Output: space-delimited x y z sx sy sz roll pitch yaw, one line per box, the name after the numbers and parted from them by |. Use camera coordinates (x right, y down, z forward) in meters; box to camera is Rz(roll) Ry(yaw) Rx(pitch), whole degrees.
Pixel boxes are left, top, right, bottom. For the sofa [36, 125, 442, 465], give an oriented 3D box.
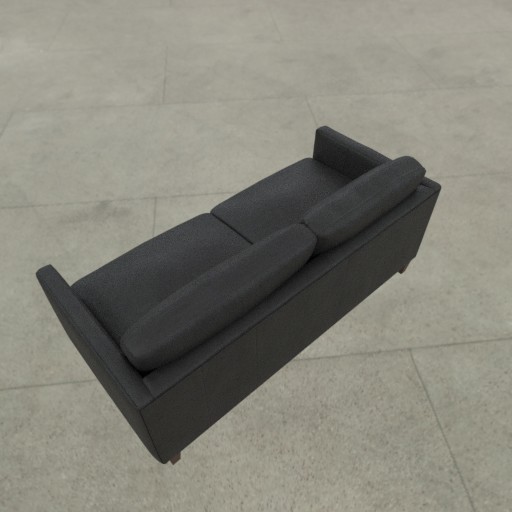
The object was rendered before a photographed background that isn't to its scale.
0.000 0.000 2.409 1.971 0.863 0.933 -33 54 -28 | sofa
